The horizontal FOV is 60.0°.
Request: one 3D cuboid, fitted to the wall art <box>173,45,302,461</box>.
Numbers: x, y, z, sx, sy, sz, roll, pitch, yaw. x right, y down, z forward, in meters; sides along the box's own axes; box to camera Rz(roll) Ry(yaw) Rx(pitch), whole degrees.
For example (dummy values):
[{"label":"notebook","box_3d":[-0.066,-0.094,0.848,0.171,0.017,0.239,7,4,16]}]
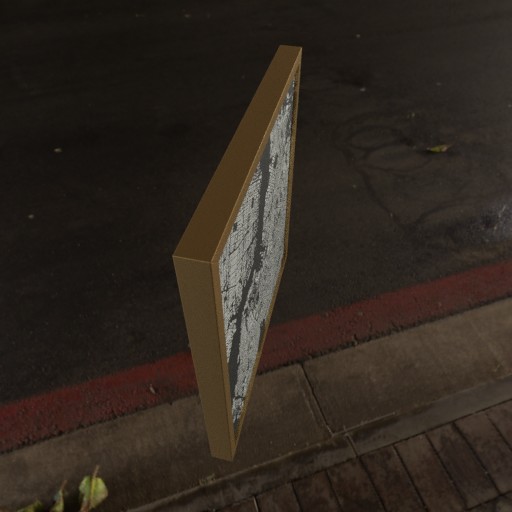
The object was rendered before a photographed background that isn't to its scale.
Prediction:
[{"label":"wall art","box_3d":[0.000,0.000,0.456,0.023,0.305,0.305,10,47,9]}]
